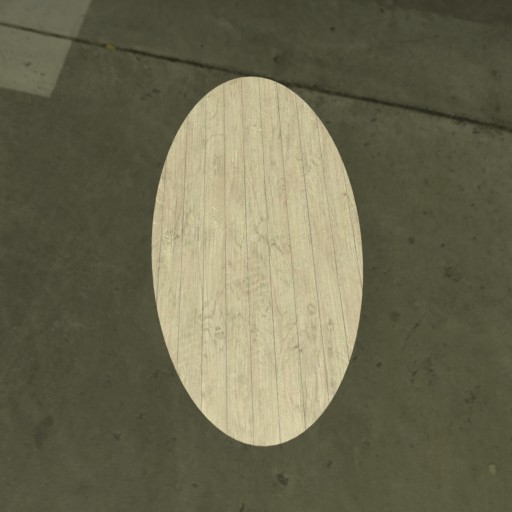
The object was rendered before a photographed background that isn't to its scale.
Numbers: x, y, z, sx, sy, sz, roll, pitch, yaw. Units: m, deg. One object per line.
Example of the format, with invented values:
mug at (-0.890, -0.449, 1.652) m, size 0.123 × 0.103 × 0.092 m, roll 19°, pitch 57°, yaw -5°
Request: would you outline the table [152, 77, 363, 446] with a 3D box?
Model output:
table at (0.000, 0.000, 1.338) m, size 0.542 × 0.390 × 1.083 m, roll -2°, pitch 63°, yaw -1°
